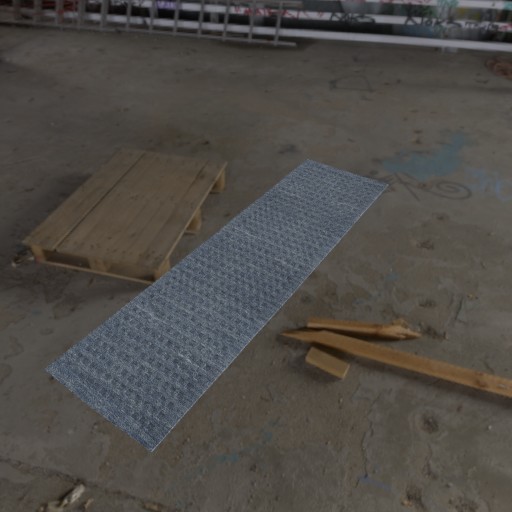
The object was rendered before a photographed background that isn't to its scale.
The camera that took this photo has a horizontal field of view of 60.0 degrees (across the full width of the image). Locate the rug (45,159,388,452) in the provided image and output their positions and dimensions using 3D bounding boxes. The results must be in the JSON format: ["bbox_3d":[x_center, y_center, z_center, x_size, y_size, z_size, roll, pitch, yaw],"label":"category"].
[{"bbox_3d":[0.000,0.000,2.659,0.688,0.008,2.443,24,46,26],"label":"rug"}]
